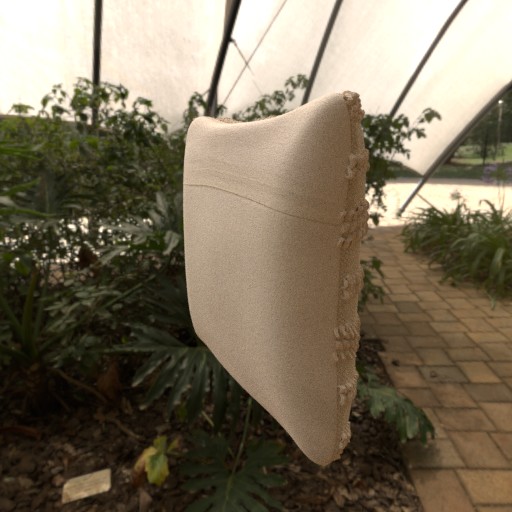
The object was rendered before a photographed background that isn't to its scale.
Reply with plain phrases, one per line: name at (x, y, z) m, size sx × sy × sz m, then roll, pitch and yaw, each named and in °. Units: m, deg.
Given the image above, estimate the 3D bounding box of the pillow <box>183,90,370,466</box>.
pillow at (0.000, 0.000, 0.657) m, size 0.145 × 0.427 × 0.437 m, roll -7°, pitch 16°, yaw -26°
